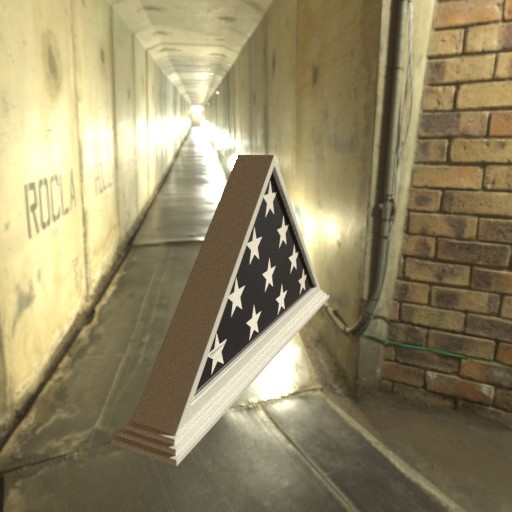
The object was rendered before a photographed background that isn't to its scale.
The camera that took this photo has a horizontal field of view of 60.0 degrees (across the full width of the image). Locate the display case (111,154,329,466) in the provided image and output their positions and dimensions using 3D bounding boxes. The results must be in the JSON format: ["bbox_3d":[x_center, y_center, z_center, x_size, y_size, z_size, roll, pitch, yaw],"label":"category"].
[{"bbox_3d":[0.000,0.000,0.764,0.095,0.340,0.640,6,15,24],"label":"display case"}]
